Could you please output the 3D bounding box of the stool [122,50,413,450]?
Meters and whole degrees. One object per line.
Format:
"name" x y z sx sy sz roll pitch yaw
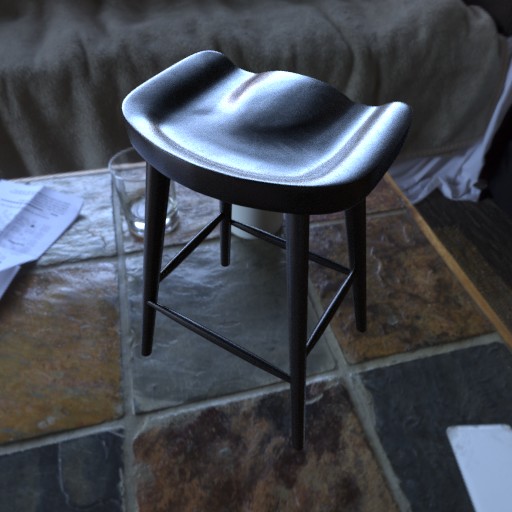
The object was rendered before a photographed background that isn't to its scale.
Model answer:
"stool" 0.000 0.000 0.866 0.440 0.615 0.361 24 52 21
